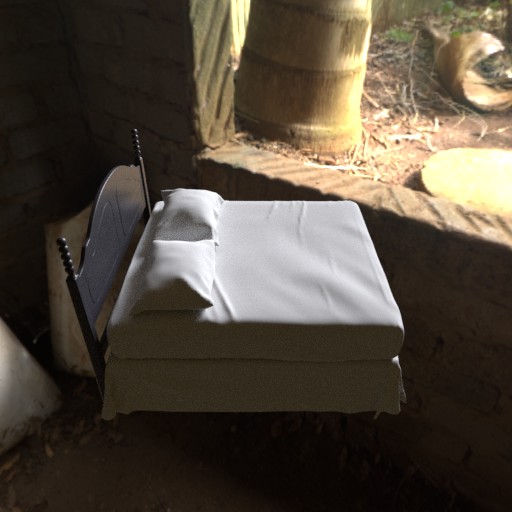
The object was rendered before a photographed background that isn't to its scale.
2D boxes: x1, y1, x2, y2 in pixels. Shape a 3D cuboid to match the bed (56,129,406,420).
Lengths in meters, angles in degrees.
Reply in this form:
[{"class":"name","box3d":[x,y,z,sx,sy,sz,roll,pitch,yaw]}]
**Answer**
[{"class":"bed","box3d":[0.000,0.000,3.284,2.040,1.356,1.873,0,35,0]}]
